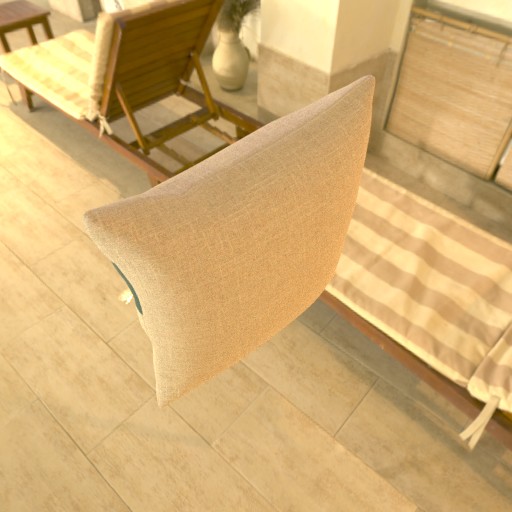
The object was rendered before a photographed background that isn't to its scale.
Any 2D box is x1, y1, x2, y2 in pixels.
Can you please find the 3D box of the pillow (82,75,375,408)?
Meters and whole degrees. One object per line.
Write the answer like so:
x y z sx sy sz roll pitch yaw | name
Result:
0.000 0.000 0.629 0.414 0.399 0.173 -34 55 -27 | pillow
